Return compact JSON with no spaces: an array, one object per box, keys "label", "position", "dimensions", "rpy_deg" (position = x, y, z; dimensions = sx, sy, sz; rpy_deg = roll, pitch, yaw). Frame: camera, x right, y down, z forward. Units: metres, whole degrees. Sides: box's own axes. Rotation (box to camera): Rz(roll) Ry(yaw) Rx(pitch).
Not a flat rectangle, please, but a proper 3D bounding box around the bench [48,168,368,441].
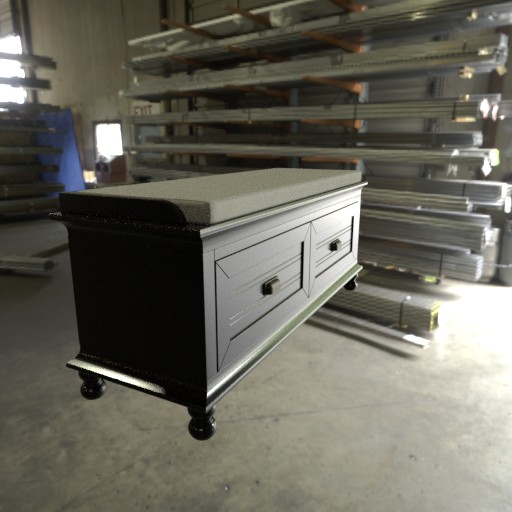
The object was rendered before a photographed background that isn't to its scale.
[{"label":"bench","position":[0.000,0.000,1.435],"dimensions":[0.402,0.501,1.185],"rpy_deg":[7,16,27]}]
